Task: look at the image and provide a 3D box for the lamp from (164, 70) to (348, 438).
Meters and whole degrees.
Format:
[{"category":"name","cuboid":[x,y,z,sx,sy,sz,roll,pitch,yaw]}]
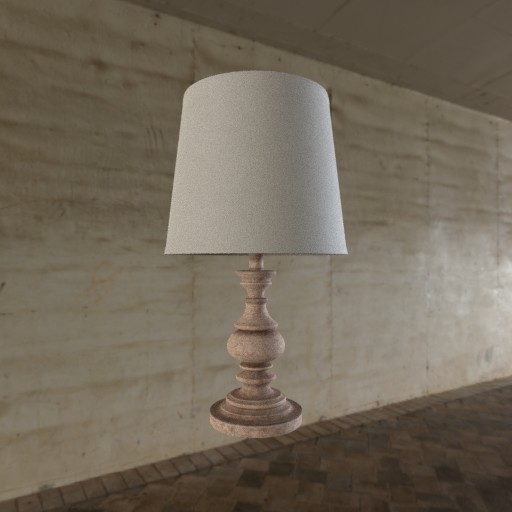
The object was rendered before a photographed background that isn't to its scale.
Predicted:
[{"category":"lamp","cuboid":[0.000,0.000,0.674,0.273,0.497,0.273,0,-1,0]}]
